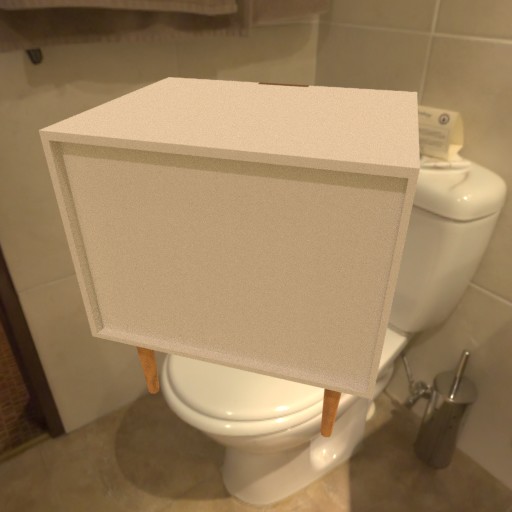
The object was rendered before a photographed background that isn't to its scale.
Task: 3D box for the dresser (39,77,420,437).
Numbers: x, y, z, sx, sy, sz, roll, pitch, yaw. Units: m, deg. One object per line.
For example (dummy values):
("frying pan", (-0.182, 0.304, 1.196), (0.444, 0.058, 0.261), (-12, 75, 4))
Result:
("dresser", (0.000, 0.000, 0.869), (0.503, 0.568, 0.414), (9, 33, 14))
